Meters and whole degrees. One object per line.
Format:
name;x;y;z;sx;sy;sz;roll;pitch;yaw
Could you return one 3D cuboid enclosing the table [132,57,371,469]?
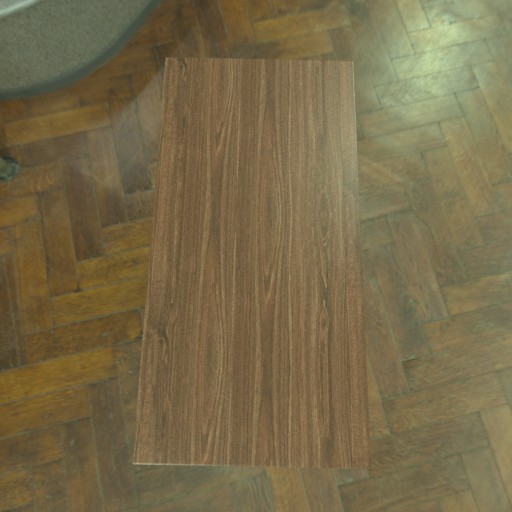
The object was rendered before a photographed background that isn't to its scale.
table;0.000;0.000;1.460;0.600;0.400;1.200;1;75;0
